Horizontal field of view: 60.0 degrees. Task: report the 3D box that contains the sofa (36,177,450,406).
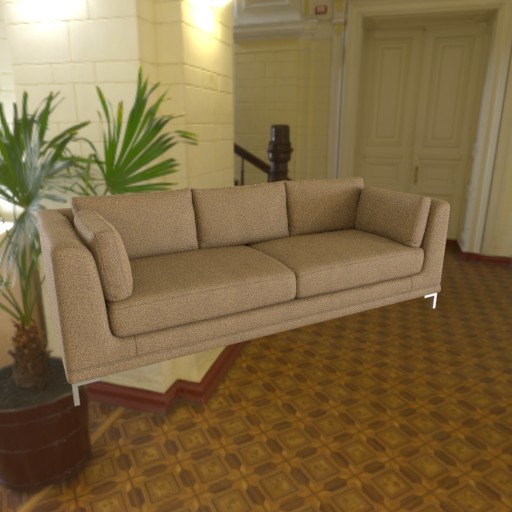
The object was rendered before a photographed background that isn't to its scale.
[{"bbox_3d":[0.000,0.000,2.836,2.415,0.867,0.969,-9,19,-27],"label":"sofa"}]
